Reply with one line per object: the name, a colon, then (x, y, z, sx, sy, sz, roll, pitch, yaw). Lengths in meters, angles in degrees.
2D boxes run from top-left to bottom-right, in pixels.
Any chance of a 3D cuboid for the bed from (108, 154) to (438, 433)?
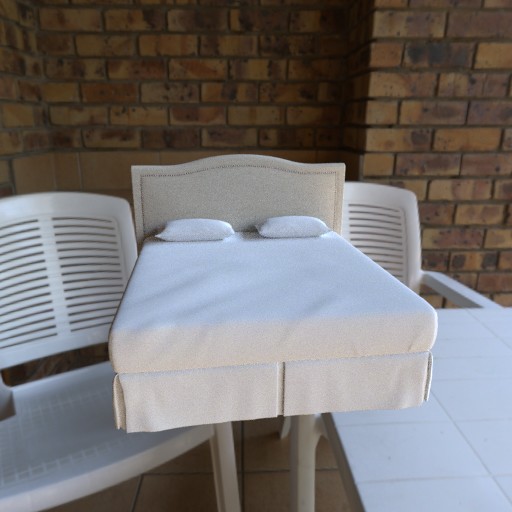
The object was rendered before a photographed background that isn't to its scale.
bed: (0.000, 0.000, 3.481, 2.083, 1.421, 2.182, -2, 17, -8)
